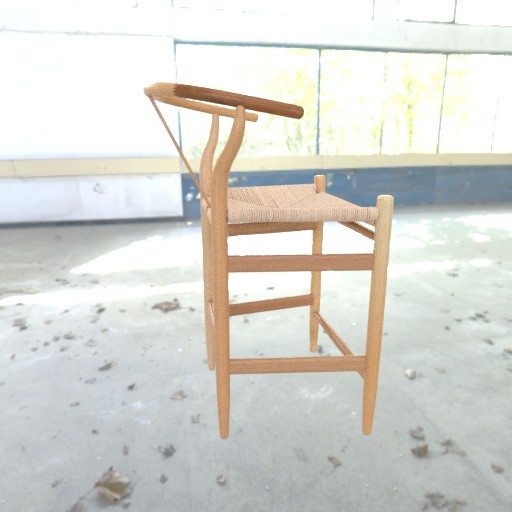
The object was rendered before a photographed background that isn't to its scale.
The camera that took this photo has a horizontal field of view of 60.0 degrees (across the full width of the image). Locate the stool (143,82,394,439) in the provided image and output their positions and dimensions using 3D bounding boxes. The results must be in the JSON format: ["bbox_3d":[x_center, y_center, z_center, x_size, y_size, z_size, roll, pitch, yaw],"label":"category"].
[{"bbox_3d":[0.000,0.000,1.289,0.575,0.923,0.536,-3,16,-10],"label":"stool"}]
